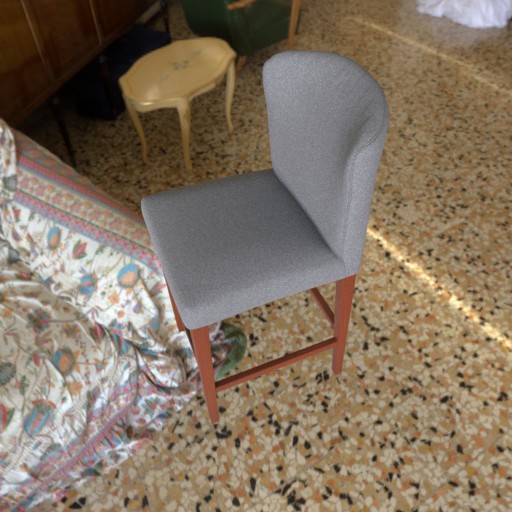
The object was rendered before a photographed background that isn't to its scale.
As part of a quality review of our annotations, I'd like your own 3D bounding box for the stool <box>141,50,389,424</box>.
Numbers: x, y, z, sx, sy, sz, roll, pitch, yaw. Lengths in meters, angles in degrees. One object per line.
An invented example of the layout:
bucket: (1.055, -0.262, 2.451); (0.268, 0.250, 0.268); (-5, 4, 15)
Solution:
stool: (0.000, 0.000, 1.353); (0.568, 1.069, 0.481); (-17, 49, -15)
